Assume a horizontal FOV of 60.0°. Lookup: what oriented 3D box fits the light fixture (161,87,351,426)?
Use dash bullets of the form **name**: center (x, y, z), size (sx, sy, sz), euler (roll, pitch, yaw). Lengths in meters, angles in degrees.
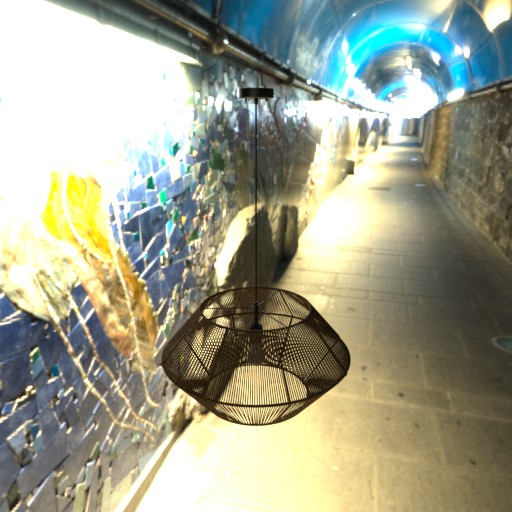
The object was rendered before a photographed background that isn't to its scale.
- **light fixture**: center (0.000, 0.000, 1.428), size (0.643, 1.009, 0.643), euler (0, 16, 0)
